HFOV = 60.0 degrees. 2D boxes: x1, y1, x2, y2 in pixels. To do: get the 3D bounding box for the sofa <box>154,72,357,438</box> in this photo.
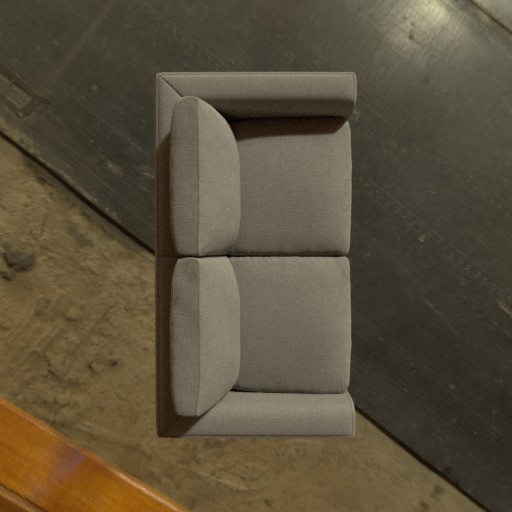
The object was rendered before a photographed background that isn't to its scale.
[{"bbox_3d":[0.000,0.000,2.430,1.069,0.800,1.920,0,91,0],"label":"sofa"}]
